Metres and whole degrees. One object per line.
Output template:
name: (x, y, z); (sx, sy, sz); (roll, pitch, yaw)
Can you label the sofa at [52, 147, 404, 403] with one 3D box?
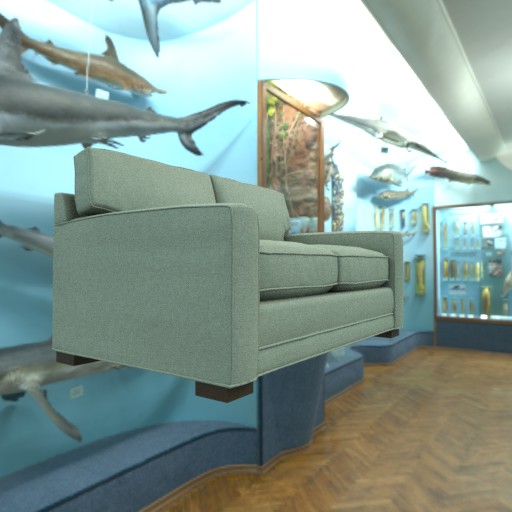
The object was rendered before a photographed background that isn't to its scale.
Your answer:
sofa: (0.000, 0.000, 2.088); (0.940, 0.853, 1.484); (-1, -1, 36)
